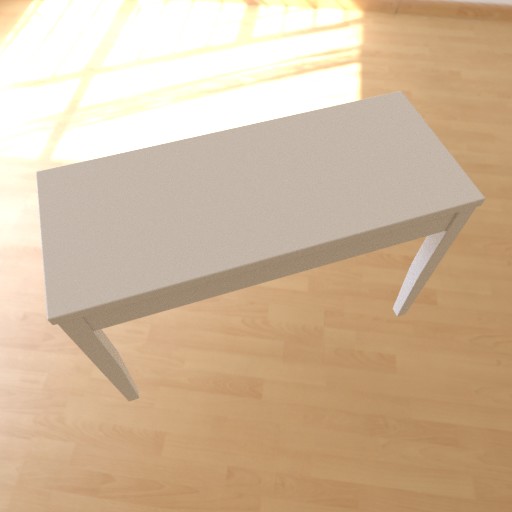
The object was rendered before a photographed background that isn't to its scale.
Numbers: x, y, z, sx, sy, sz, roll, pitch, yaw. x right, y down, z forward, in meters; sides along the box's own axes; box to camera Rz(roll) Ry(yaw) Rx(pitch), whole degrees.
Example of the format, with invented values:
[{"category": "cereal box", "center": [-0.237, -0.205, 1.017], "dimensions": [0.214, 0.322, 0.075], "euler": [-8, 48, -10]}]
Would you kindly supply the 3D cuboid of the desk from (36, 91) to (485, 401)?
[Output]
[{"category": "desk", "center": [0.000, 0.000, 1.621], "dimensions": [1.220, 0.775, 0.508], "euler": [-15, 59, -10]}]
